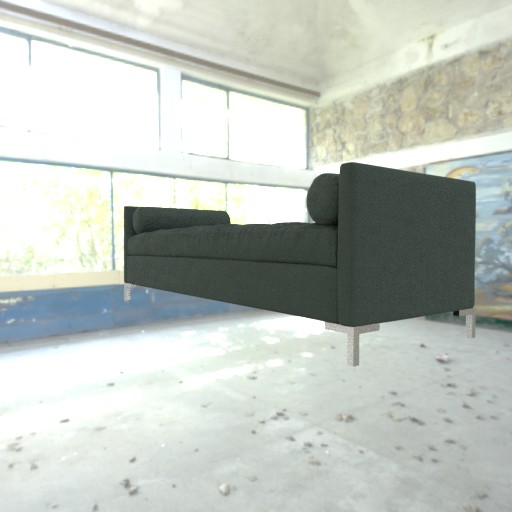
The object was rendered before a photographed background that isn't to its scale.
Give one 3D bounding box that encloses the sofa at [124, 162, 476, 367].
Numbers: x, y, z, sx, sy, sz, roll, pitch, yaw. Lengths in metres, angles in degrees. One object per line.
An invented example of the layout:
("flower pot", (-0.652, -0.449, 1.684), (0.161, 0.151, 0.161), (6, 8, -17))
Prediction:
("sofa", (0.000, 0.000, 2.467), (0.797, 0.657, 2.102), (-1, 2, -36))
